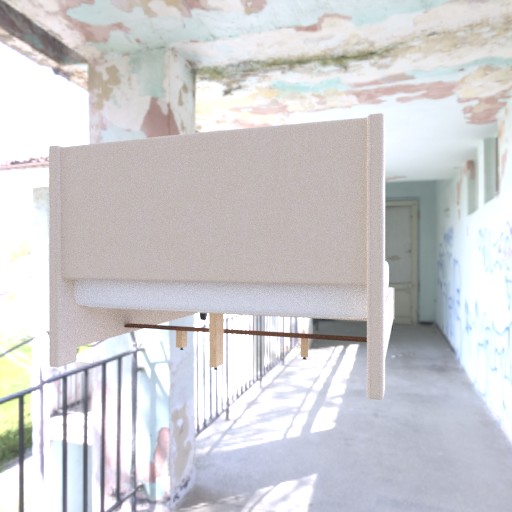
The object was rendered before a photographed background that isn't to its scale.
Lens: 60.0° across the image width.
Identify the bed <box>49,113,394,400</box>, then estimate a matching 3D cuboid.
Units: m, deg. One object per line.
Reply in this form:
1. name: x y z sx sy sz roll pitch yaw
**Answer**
1. bed: 0.000 0.000 3.679 2.145 1.471 2.293 0 0 19
